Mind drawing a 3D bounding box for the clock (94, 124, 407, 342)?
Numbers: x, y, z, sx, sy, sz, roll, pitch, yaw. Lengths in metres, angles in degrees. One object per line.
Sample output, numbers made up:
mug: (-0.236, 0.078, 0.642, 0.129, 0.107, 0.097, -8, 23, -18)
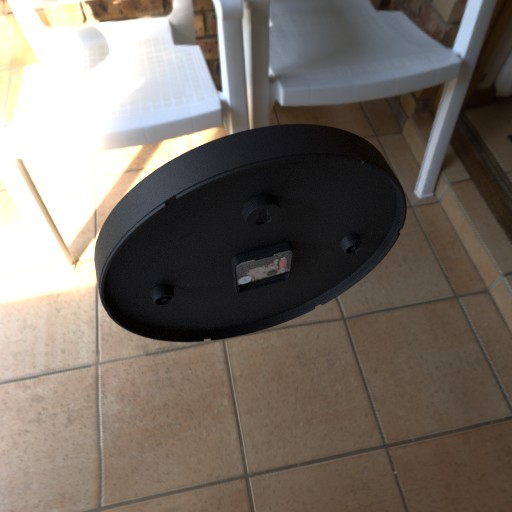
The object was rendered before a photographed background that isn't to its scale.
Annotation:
clock: (0.000, 0.000, 0.429, 0.293, 0.293, 0.040, -15, 59, -9)
